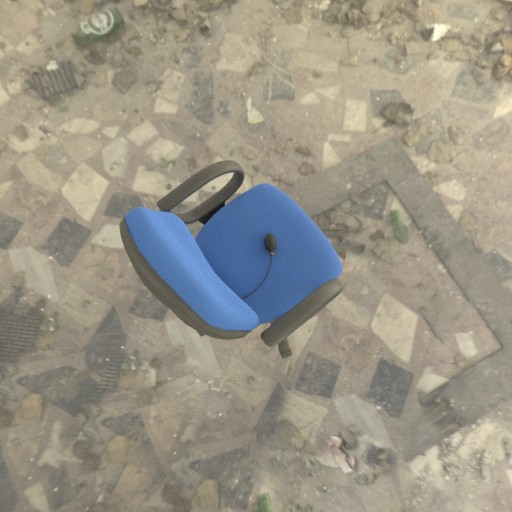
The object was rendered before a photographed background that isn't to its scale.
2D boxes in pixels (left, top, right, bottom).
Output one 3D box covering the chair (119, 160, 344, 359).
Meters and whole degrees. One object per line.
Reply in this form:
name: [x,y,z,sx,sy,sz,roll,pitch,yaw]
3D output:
chair: [0.000,0.000,1.263,0.549,0.905,0.552,-37,77,-10]
